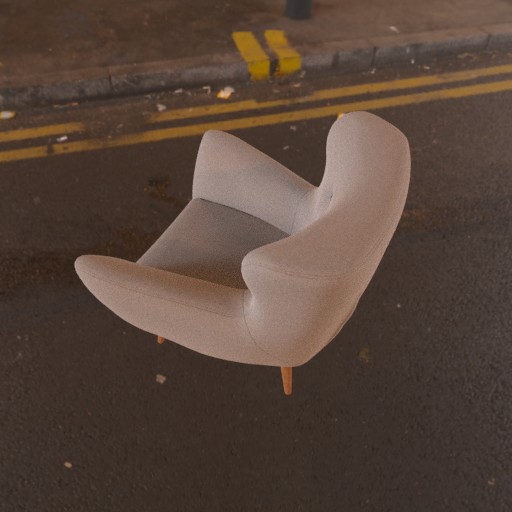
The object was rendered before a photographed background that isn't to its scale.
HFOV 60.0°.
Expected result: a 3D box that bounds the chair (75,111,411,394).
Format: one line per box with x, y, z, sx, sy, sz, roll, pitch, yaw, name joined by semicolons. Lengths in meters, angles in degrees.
0.000;0.000;1.624;0.889;0.889;0.890;19;50;17;chair
